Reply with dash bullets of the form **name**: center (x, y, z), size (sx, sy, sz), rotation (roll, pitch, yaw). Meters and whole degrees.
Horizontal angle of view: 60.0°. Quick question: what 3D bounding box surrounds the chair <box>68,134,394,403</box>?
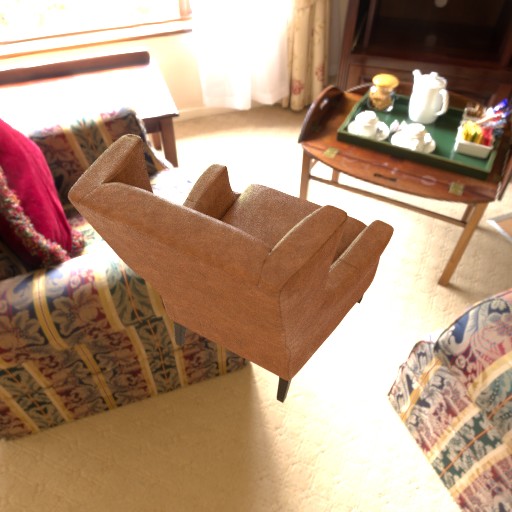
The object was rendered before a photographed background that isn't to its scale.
- **chair**: center (0.000, 0.000, 1.710), size (0.853, 1.016, 0.926), rotation (23, 50, 21)
